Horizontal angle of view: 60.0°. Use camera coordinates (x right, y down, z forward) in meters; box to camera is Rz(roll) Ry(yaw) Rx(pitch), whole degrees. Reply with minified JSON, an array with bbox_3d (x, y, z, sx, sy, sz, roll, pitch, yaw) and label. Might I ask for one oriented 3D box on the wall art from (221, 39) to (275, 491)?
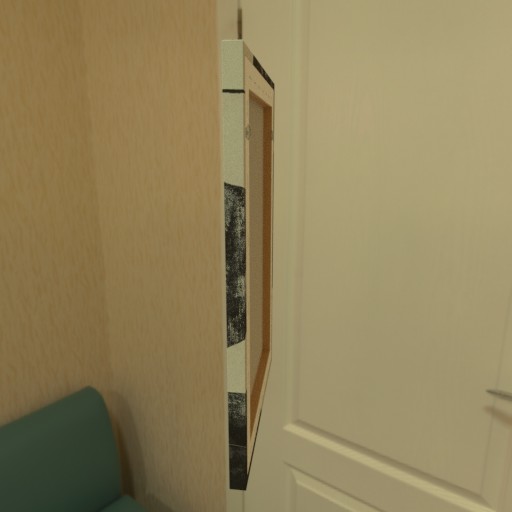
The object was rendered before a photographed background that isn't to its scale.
[{"bbox_3d":[0.000,0.000,1.159,0.041,0.915,0.610,2,15,7],"label":"wall art"}]
